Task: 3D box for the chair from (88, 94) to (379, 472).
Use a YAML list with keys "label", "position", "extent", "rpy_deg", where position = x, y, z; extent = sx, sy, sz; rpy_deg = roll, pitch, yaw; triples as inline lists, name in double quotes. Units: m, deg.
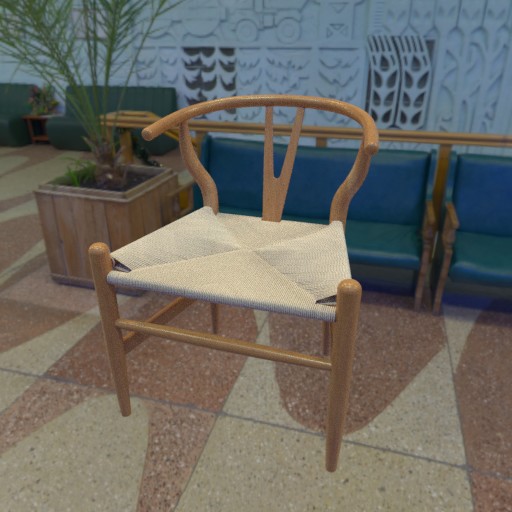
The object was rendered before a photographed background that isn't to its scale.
- label: "chair"
  position: [0.000, 0.000, 1.137]
  extent: [0.569, 0.730, 0.579]
  rpy_deg: [8, 27, 16]
